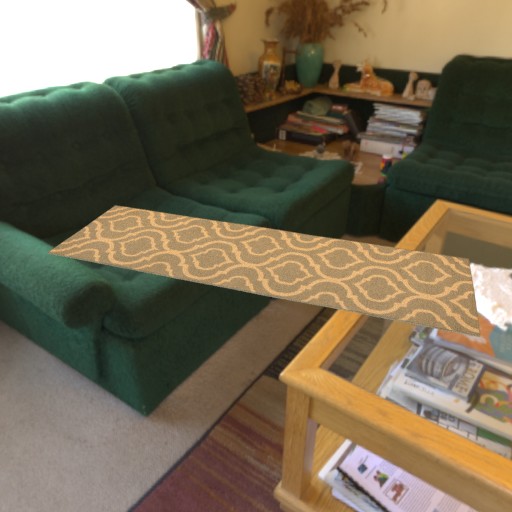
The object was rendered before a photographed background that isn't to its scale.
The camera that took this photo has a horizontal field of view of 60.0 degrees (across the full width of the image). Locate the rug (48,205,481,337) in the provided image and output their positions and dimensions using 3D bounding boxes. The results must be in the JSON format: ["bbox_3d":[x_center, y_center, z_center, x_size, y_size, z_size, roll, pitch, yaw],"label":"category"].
[{"bbox_3d":[0.000,0.000,2.495,2.275,0.009,0.684,10,32,16],"label":"rug"}]
